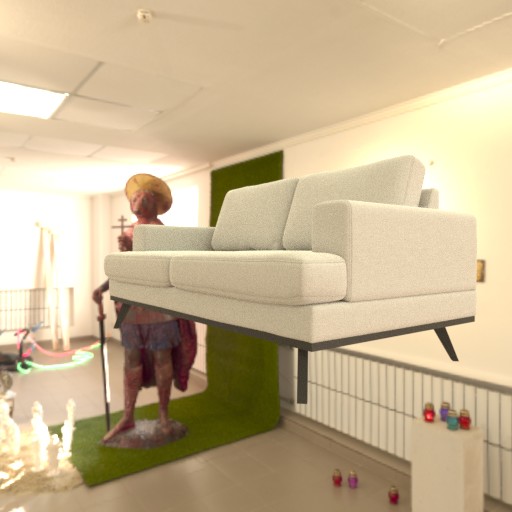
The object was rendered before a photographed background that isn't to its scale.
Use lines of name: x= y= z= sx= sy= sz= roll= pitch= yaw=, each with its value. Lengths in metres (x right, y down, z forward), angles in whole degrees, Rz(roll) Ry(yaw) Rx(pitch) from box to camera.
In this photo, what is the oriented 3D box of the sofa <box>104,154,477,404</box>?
sofa: x=0.000 y=0.000 z=2.094 sx=0.920 sy=0.810 sz=1.650 roll=0 pitch=1 yaw=-37
